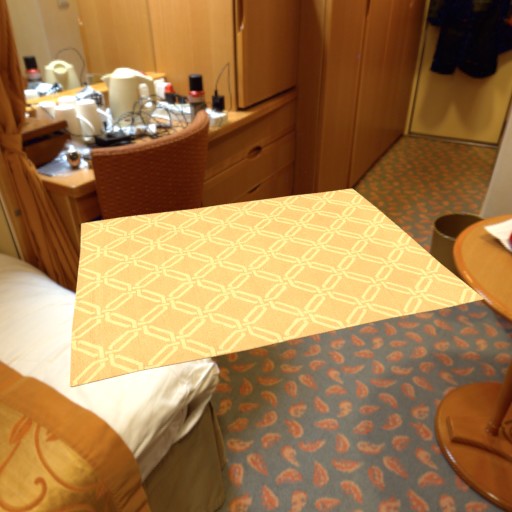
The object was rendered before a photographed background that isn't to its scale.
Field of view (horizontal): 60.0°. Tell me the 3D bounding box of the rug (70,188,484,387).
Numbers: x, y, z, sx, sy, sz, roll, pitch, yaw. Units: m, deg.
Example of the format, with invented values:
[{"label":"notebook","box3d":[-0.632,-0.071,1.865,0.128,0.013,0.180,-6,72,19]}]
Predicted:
[{"label":"rug","box3d":[0.000,0.000,4.360,3.365,0.020,2.452,-9,33,-14]}]
